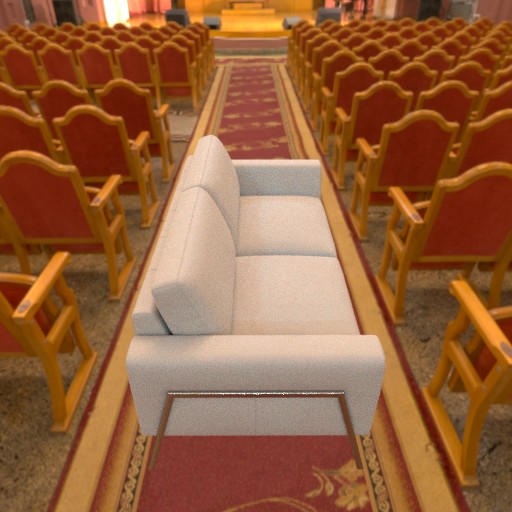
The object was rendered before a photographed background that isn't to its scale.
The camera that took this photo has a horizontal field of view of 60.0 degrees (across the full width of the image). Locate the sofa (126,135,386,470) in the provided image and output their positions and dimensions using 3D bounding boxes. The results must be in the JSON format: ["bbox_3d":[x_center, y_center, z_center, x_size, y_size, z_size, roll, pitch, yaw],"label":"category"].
[{"bbox_3d":[0.000,0.000,2.508,0.953,0.875,2.017,0,33,0],"label":"sofa"}]
